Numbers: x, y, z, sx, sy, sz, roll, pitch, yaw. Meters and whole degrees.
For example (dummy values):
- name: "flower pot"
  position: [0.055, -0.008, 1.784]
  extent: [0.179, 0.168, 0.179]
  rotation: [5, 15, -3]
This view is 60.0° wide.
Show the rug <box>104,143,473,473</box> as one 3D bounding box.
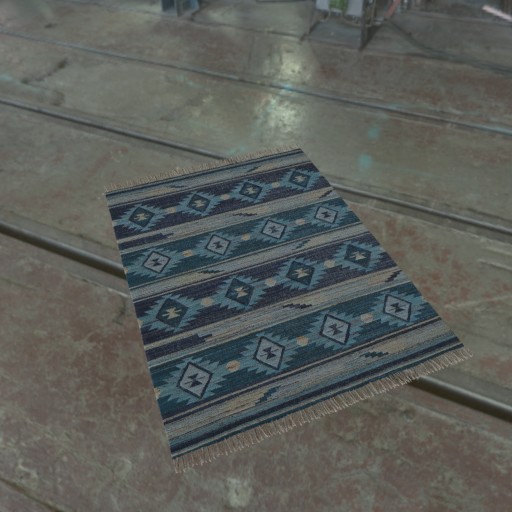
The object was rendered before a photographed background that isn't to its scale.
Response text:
- name: "rug"
  position: [0.000, 0.000, 4.245]
  extent: [2.418, 0.047, 3.307]
  rotation: [-16, 49, -15]
